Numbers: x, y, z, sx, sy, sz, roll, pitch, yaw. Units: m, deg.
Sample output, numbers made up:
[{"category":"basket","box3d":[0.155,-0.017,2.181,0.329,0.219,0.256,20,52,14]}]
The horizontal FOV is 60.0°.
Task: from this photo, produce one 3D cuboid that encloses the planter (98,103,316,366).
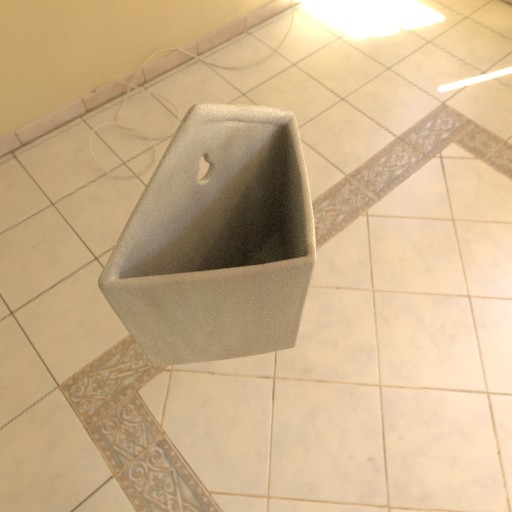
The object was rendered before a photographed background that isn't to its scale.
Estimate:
[{"category":"planter","box3d":[0.000,0.000,0.275,0.080,0.194,0.163,35,66,19]}]
